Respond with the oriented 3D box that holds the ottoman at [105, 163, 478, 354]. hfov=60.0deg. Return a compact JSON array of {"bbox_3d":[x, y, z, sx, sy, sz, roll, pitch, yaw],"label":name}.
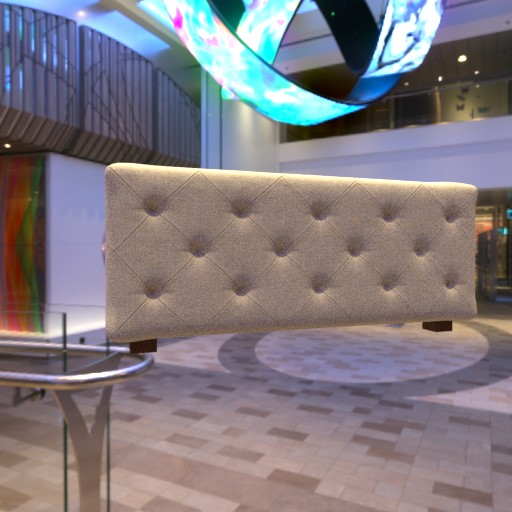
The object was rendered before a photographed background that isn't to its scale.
[{"bbox_3d":[0.000,0.000,1.599,1.028,0.439,1.028,0,1,-19],"label":"ottoman"}]
